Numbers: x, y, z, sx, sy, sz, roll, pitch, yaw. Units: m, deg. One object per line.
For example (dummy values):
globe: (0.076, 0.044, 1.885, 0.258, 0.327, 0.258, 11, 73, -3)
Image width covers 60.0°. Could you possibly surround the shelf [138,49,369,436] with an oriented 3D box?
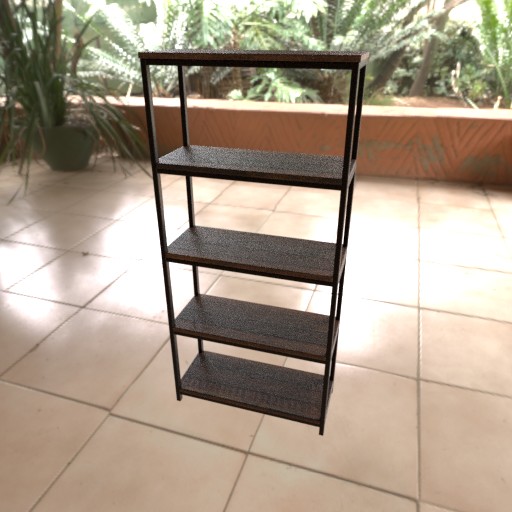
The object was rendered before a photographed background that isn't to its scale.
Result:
shelf: (0.000, 0.000, 2.221, 0.874, 1.860, 0.359, 8, 28, 15)
